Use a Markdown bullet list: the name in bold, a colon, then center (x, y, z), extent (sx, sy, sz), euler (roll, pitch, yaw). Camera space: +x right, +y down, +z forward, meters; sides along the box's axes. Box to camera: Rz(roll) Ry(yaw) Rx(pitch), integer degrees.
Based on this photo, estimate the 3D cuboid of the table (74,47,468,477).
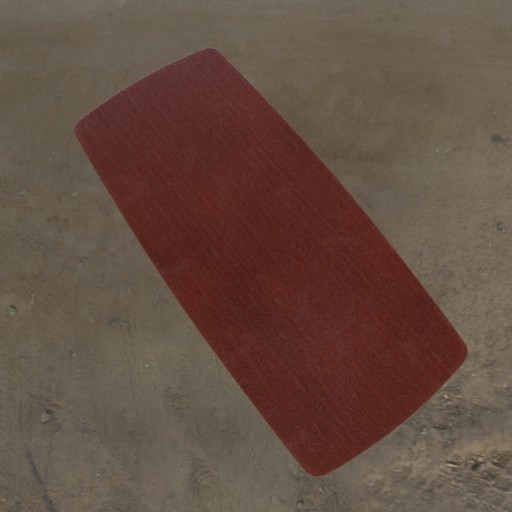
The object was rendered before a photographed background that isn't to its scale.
- **table**: center (0.000, 0.000, 1.438), extent (0.561, 0.473, 1.216), euler (-34, 76, -10)
